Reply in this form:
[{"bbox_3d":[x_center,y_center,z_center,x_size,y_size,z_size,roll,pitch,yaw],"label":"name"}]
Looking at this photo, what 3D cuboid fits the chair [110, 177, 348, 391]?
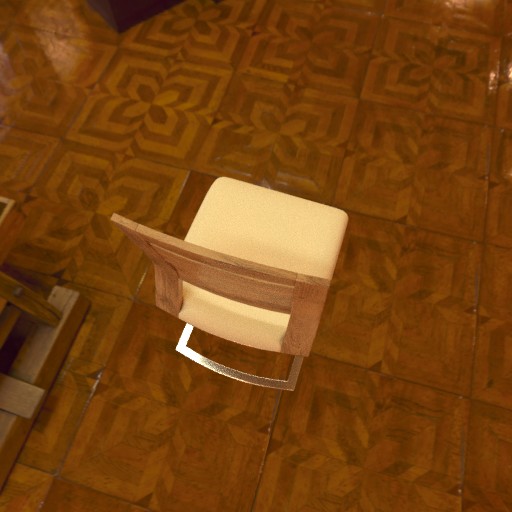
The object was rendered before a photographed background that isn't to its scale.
[{"bbox_3d":[0.000,0.000,1.291,0.457,0.955,0.561,17,66,8],"label":"chair"}]
